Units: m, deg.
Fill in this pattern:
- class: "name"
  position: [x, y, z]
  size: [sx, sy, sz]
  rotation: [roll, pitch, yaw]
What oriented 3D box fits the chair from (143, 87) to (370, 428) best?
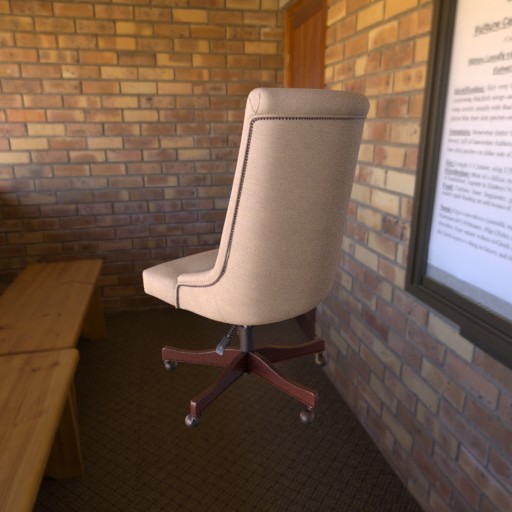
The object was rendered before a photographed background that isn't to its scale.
- class: "chair"
  position: [0.000, 0.000, 1.487]
  size: [0.645, 1.010, 0.696]
  rotation: [-16, 22, -43]
